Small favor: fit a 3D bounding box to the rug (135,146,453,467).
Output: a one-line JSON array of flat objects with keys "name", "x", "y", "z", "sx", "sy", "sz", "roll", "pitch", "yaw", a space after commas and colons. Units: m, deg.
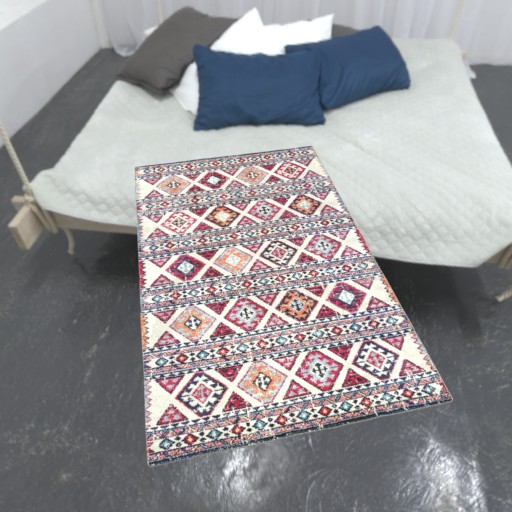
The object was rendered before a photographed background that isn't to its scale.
[{"name": "rug", "x": 0.000, "y": 0.000, "z": 2.966, "sx": 1.545, "sy": 0.010, "sz": 2.440, "roll": -9, "pitch": 47, "yaw": -8}]
